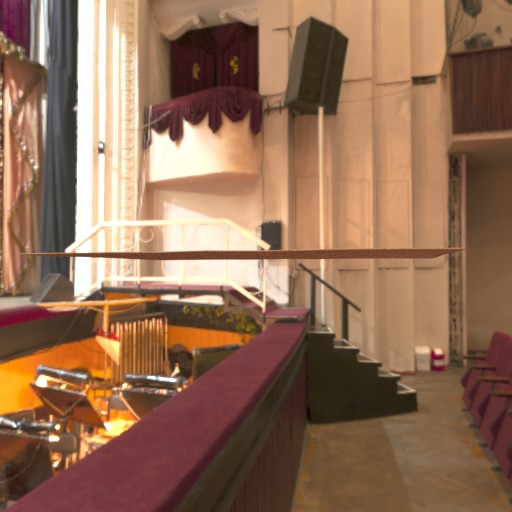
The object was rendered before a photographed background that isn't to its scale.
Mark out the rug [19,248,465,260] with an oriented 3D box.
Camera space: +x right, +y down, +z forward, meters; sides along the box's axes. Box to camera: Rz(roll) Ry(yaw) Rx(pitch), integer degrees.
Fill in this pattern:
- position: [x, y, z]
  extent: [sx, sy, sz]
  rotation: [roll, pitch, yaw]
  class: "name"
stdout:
- position: [0.000, 0.000, 2.710]
  extent: [2.135, 0.013, 1.524]
  rotation: [-1, -2, 17]
  class: "rug"
